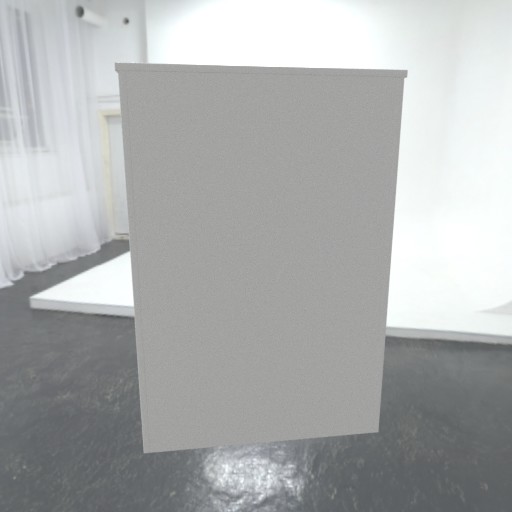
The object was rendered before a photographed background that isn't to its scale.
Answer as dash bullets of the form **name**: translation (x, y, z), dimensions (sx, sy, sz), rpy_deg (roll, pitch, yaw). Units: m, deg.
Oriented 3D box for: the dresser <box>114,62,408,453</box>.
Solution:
- **dresser**: translation (0.000, 0.000, 1.363), dimensions (0.704, 1.021, 0.401), rpy_deg (-2, 14, -8)
